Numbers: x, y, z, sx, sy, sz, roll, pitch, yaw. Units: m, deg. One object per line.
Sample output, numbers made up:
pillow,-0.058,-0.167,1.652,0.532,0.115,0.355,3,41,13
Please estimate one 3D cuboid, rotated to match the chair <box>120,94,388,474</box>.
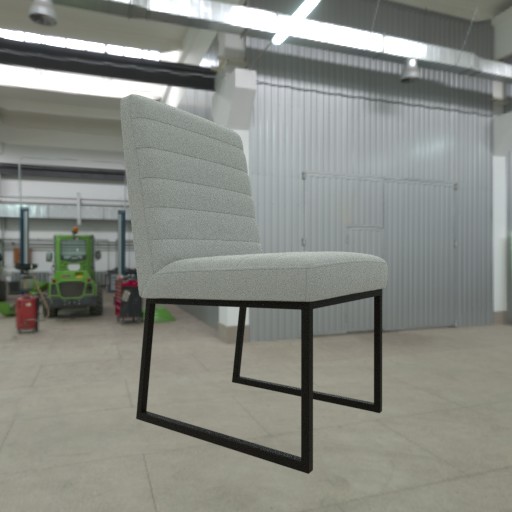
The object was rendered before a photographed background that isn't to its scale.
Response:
chair,0.000,0.000,1.305,0.634,0.930,0.520,0,0,35
